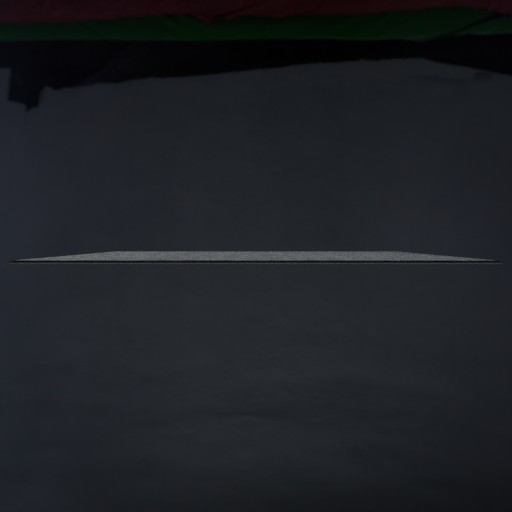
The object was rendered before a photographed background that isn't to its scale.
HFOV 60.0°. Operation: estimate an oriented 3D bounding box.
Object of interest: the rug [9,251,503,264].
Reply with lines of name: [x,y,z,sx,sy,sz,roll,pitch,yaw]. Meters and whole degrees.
rug: [0.000,0.000,3.360,2.746,0.018,1.819,0,2,0]
